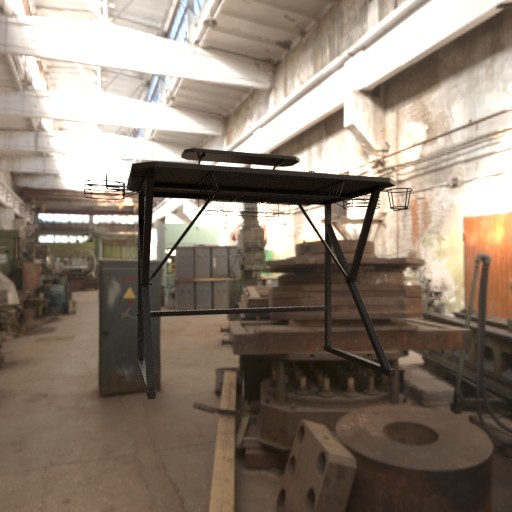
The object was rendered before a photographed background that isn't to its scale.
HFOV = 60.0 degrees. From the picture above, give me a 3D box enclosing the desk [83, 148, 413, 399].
[{"bbox_3d":[0.000,0.000,1.758,1.290,0.880,0.580,0,-1,-18],"label":"desk"}]
